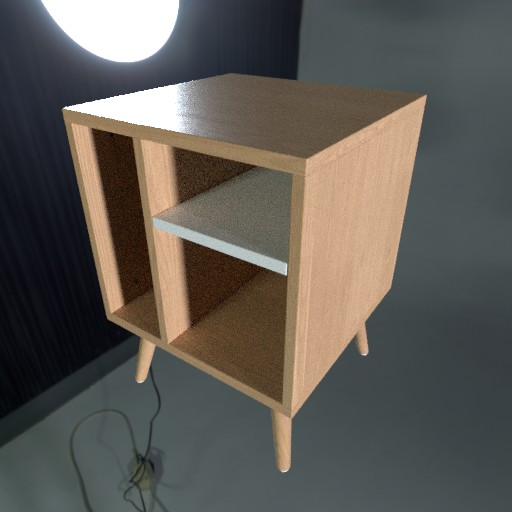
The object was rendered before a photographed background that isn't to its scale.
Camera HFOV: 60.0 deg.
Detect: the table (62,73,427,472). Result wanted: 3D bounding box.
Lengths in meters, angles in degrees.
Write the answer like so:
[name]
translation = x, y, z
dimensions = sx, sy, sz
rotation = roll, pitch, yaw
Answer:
[table]
translation = 0.000, 0.000, 0.817
dimensions = 0.400, 0.550, 0.400
rotation = 19, 36, 29
